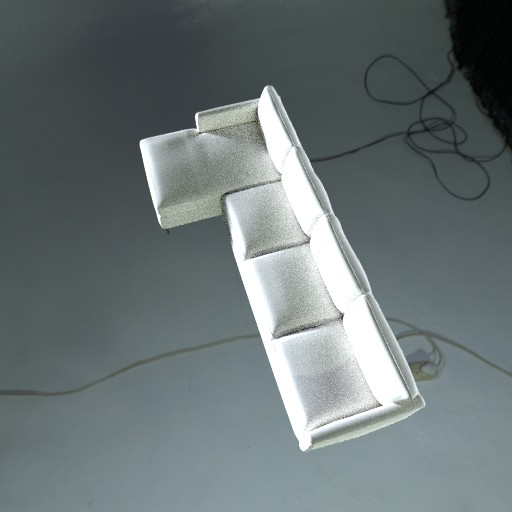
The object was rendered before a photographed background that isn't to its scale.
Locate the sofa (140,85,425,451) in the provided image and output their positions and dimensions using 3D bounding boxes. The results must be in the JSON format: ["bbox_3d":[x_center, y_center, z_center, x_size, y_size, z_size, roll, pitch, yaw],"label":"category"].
[{"bbox_3d":[0.000,0.000,3.802,1.467,0.875,3.186,-16,63,-8],"label":"sofa"}]
